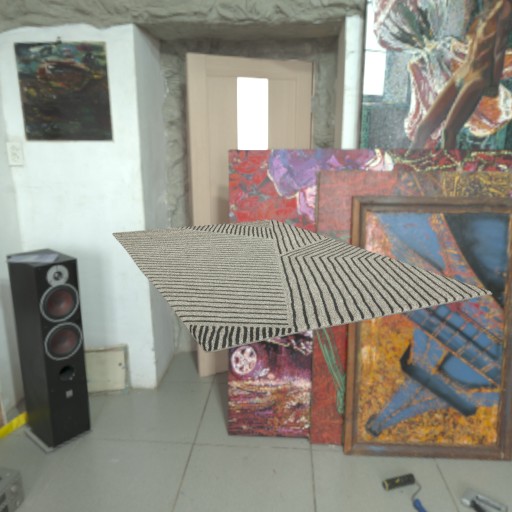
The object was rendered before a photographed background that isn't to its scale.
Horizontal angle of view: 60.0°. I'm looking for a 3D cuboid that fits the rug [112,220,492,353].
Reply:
[{"bbox_3d":[0.000,0.000,2.985,1.539,0.023,2.406,-7,16,-24],"label":"rug"}]
